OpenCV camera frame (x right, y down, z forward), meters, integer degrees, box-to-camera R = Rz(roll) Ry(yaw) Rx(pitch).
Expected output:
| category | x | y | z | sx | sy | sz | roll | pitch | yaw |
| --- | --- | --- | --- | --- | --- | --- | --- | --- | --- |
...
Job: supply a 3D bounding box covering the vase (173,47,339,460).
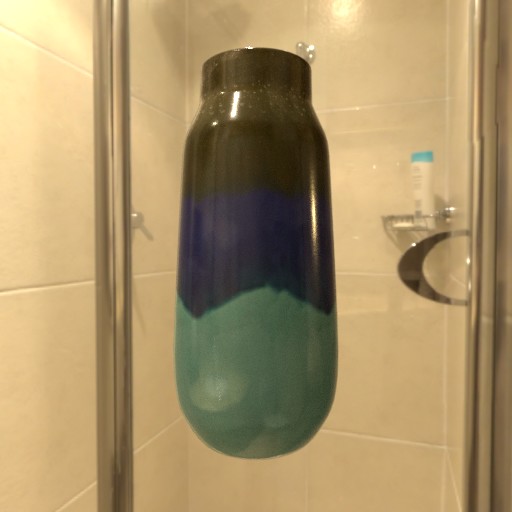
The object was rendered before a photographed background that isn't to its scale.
| category | x | y | z | sx | sy | sz | roll | pitch | yaw |
| --- | --- | --- | --- | --- | --- | --- | --- | --- | --- |
| vase | 0.000 | 0.000 | 0.376 | 0.139 | 0.313 | 0.139 | 0 | 1 | 0 |
